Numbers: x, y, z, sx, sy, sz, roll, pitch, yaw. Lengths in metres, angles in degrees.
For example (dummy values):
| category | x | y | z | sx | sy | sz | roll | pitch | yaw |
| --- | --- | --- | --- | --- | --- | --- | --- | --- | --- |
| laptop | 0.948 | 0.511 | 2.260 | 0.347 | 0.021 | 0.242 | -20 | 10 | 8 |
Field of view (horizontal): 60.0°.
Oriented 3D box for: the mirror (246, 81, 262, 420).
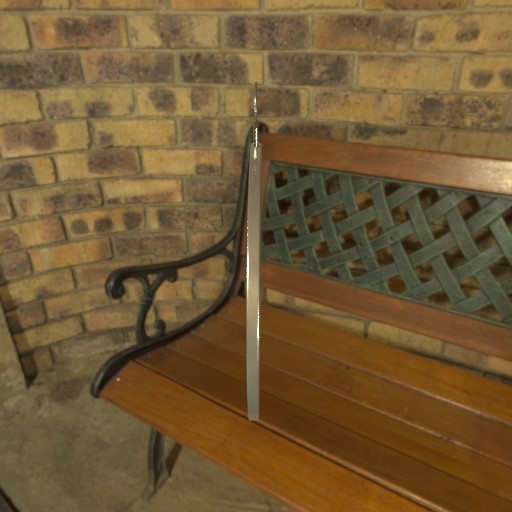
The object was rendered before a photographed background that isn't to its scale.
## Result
| category | x | y | z | sx | sy | sz | roll | pitch | yaw |
| --- | --- | --- | --- | --- | --- | --- | --- | --- | --- |
| mirror | 0.000 | 0.000 | 0.969 | 0.020 | 0.713 | 0.594 | 0 | 27 | 1 |
